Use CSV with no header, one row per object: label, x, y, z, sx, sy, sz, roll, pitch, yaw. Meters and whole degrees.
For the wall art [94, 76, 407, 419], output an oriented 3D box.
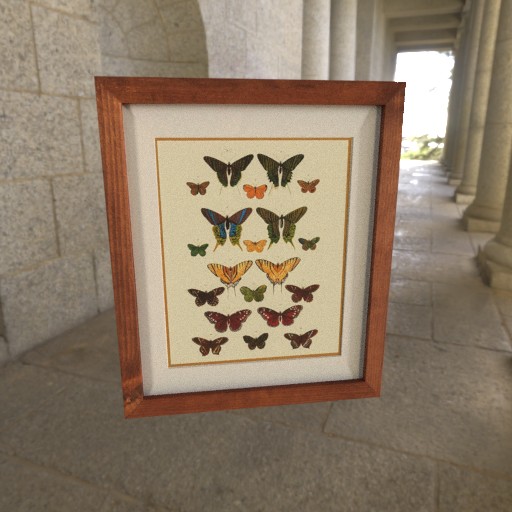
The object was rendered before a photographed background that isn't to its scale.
wall art,0.000,0.000,0.607,0.377,0.449,0.039,-2,15,-8
